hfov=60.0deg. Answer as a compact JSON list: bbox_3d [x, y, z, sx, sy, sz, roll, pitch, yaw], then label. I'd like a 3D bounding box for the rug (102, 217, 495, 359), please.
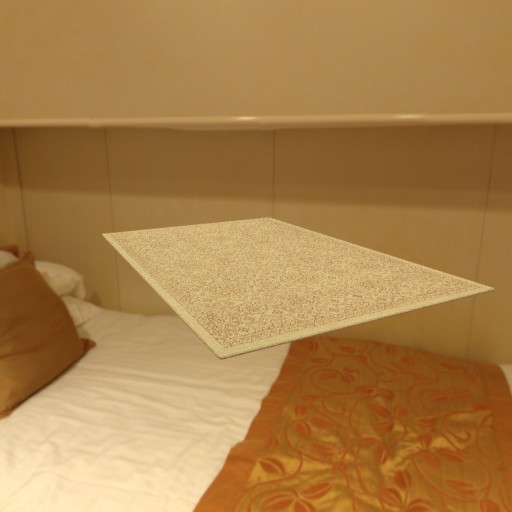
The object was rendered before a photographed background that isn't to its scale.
[{"bbox_3d":[0.000,0.000,2.290,1.219,0.010,1.829,-8,17,-27],"label":"rug"}]
